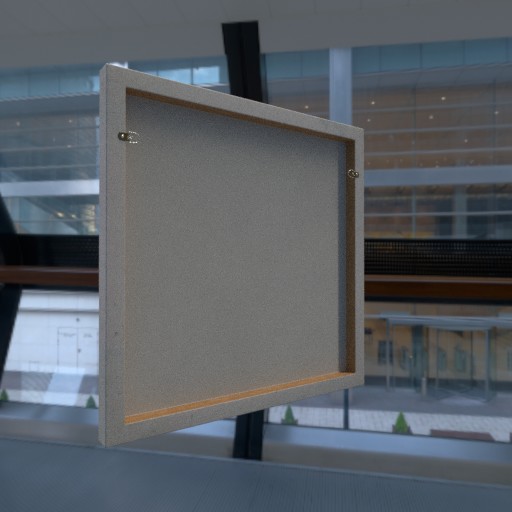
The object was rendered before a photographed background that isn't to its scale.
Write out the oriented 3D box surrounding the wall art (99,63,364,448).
[{"bbox_3d":[0.000,0.000,0.895,0.612,0.612,0.040,0,-1,-36],"label":"wall art"}]
